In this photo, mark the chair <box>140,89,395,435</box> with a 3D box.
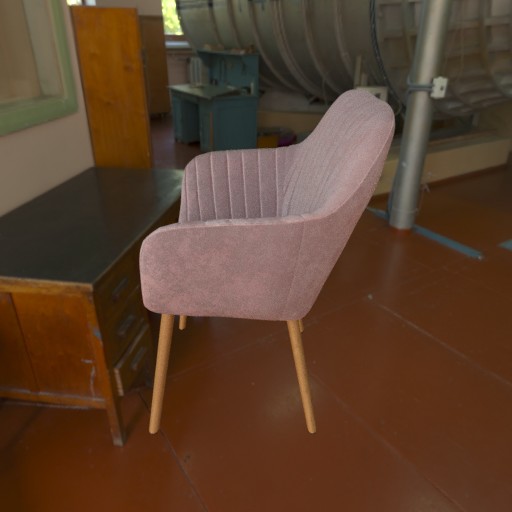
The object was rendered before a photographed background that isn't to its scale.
[{"bbox_3d":[0.000,0.000,1.213,0.570,0.832,0.610,0,27,1],"label":"chair"}]
